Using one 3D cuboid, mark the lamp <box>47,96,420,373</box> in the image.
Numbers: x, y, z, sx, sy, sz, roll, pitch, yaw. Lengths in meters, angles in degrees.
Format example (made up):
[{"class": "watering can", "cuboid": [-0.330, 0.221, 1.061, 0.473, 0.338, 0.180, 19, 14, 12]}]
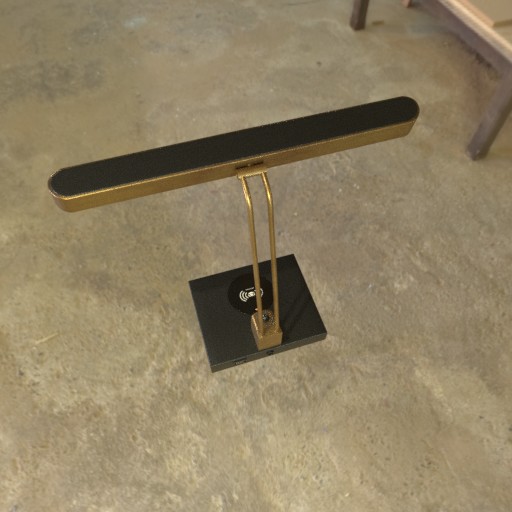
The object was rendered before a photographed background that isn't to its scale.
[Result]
[{"class": "lamp", "cuboid": [0.000, 0.000, 0.585, 0.412, 0.345, 0.156, -14, 58, -9]}]
